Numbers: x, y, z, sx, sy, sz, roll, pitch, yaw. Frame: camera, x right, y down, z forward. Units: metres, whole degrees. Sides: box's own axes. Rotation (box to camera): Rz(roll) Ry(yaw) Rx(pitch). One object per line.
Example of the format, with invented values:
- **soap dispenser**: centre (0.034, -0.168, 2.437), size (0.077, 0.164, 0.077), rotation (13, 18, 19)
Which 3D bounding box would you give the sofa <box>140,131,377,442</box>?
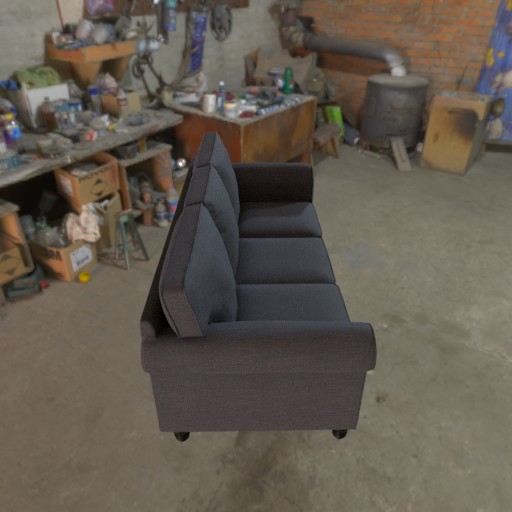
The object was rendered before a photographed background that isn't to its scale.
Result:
- **sofa**: centre (0.000, 0.000, 2.628), size (0.909, 0.966, 2.084), rotation (-1, 31, -1)
